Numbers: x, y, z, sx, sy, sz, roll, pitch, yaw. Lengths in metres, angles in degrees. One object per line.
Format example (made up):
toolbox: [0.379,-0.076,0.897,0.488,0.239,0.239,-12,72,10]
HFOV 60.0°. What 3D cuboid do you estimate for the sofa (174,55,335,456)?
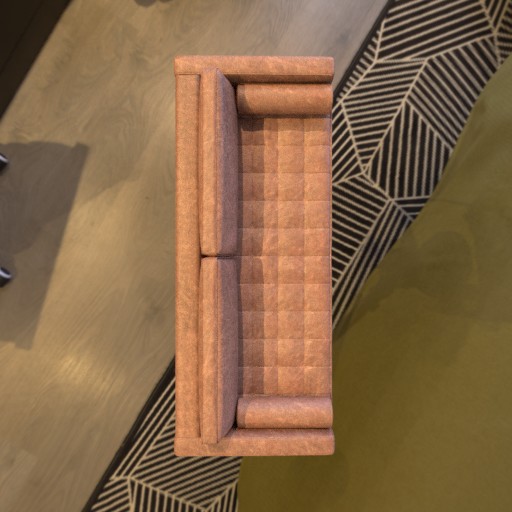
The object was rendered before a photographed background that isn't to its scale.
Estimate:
sofa: [0.000,0.000,2.620,0.914,0.762,2.210,0,90,-1]
